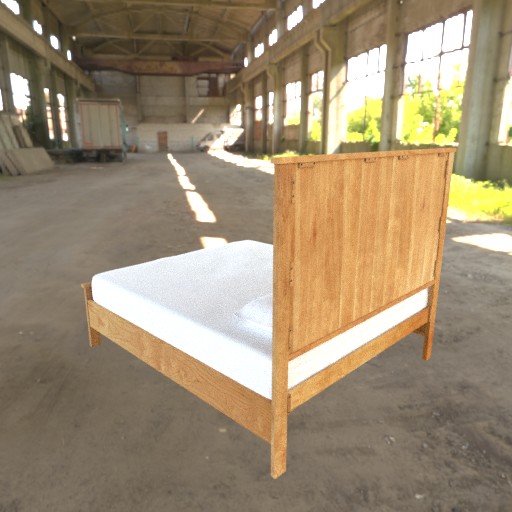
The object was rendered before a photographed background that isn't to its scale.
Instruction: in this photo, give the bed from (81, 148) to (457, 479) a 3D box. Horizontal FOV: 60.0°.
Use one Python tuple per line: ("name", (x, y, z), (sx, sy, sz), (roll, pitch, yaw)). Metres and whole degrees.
("bed", (0.000, 0.000, 4.074), (2.530, 1.938, 2.225), (15, 21, 43))
